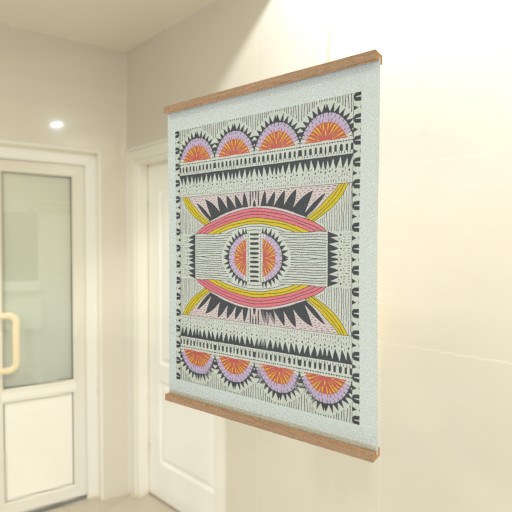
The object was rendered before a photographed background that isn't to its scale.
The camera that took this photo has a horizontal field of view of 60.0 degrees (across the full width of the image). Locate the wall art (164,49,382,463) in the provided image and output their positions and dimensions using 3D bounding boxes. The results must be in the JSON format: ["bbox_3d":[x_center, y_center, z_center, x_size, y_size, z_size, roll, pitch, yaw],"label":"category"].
[{"bbox_3d":[0.000,0.000,0.798,0.456,0.609,0.028,1,2,36],"label":"wall art"}]
